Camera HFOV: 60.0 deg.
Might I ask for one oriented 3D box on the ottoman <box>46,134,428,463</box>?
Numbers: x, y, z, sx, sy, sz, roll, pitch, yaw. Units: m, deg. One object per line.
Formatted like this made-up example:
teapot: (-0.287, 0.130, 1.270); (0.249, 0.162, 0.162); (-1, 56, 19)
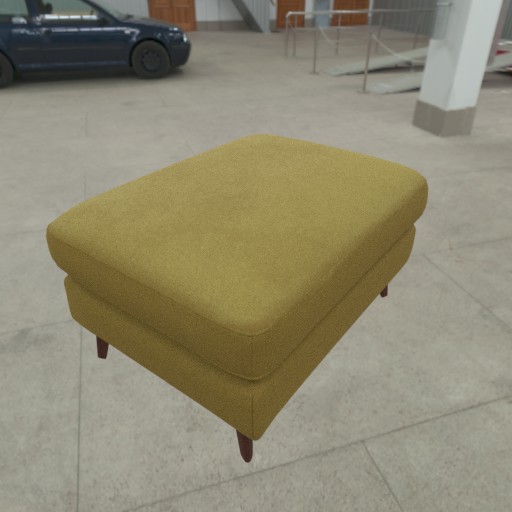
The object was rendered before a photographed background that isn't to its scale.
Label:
ottoman: (0.000, 0.000, 1.152); (0.608, 0.449, 0.811); (22, 38, 31)
